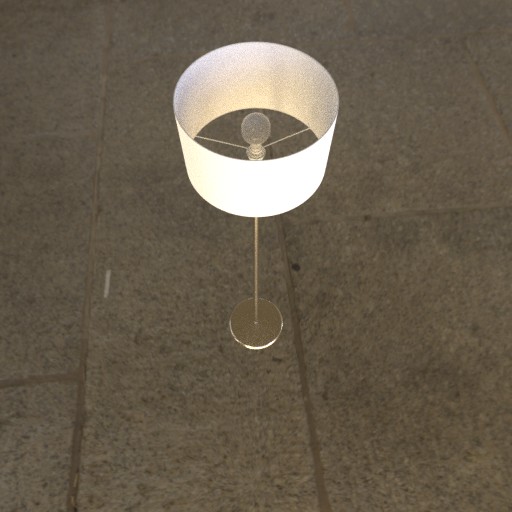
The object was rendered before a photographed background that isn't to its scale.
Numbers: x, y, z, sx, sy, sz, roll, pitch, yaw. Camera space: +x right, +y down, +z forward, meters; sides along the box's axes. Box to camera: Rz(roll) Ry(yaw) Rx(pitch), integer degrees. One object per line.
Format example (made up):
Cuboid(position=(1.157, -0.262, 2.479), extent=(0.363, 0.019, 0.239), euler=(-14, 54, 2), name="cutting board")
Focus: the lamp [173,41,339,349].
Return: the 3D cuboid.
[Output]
Cuboid(position=(0.000, 0.000, 1.568), extent=(0.347, 1.443, 0.347), euler=(-32, 67, -16), name="lamp")
